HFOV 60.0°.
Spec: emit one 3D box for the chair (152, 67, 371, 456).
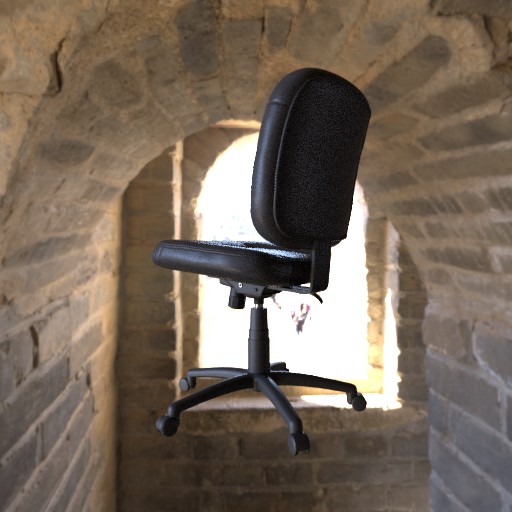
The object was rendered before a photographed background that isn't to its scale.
[{"bbox_3d":[0.000,0.000,1.380,0.646,0.959,0.647,1,2,36],"label":"chair"}]
